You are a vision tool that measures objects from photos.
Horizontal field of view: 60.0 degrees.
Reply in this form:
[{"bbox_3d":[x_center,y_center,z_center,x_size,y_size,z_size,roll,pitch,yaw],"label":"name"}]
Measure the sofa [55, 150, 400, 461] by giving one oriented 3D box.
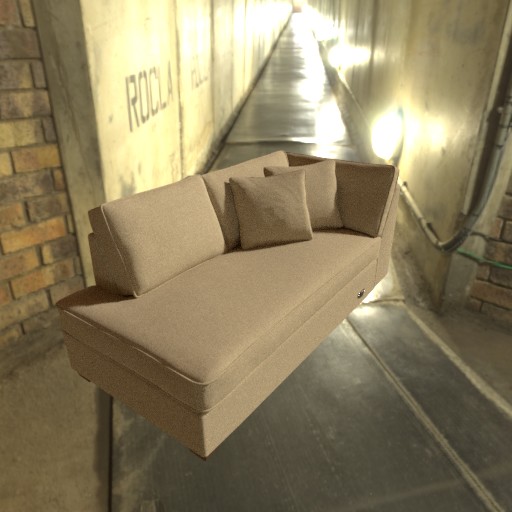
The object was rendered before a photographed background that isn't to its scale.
[{"bbox_3d":[0.000,0.000,2.889,1.110,1.033,2.237,18,32,32],"label":"sofa"}]
